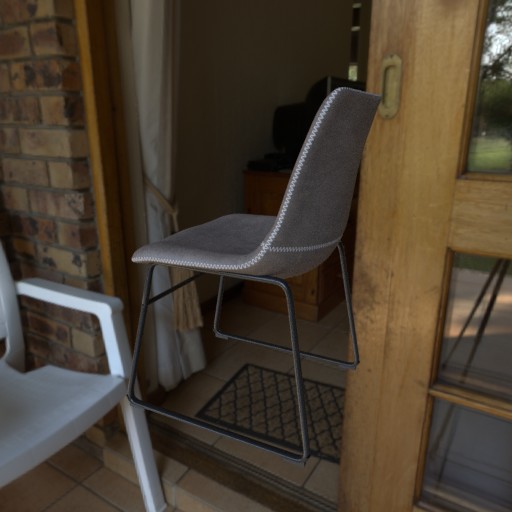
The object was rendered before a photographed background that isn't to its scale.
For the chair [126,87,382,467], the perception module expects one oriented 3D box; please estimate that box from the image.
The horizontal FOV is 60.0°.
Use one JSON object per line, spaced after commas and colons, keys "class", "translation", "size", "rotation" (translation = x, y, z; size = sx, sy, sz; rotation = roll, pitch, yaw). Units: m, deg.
{"class": "chair", "translation": [0.000, 0.000, 1.137], "size": [0.550, 0.780, 0.460], "rotation": [8, 19, 25]}
